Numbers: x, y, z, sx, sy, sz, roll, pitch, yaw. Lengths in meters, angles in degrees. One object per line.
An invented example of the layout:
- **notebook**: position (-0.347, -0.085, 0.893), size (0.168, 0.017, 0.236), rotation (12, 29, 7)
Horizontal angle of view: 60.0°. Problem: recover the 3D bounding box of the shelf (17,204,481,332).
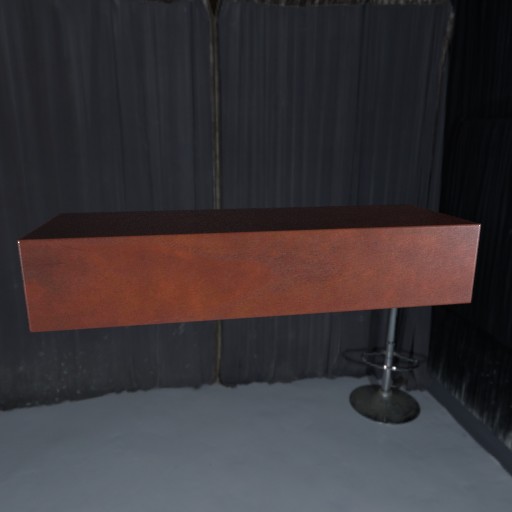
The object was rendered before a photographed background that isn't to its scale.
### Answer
- **shelf**: position (0.000, 0.000, 0.515), size (0.457, 0.088, 0.152), rotation (-3, 15, -10)
